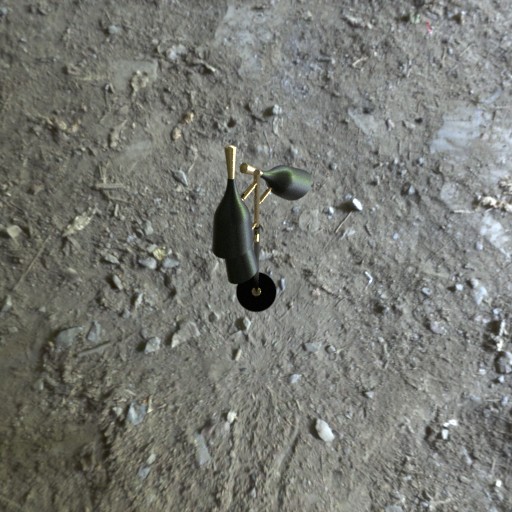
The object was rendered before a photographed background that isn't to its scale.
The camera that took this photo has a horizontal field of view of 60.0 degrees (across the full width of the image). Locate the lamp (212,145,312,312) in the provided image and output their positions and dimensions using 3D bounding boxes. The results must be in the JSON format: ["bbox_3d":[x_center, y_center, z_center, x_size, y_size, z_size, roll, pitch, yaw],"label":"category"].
[{"bbox_3d":[0.000,0.000,1.914,0.253,1.778,0.434,36,78,9],"label":"lamp"}]
